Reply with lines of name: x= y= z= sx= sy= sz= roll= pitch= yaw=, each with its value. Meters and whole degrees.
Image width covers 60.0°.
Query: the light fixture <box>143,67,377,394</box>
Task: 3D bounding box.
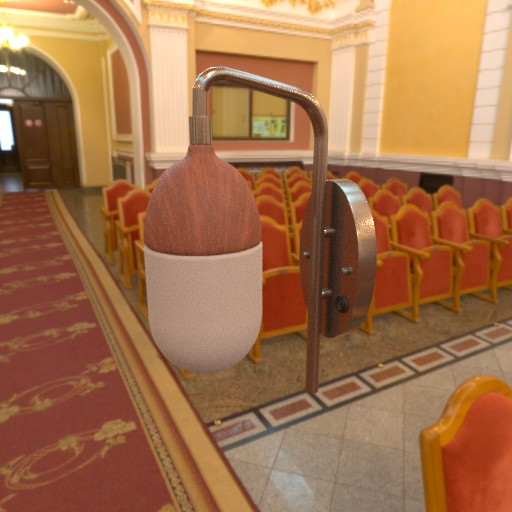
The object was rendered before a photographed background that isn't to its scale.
light fixture: x=0.000 y=0.000 z=0.438 sx=0.216 sy=0.343 sz=0.108 roll=-8 pitch=17 yaw=-26
